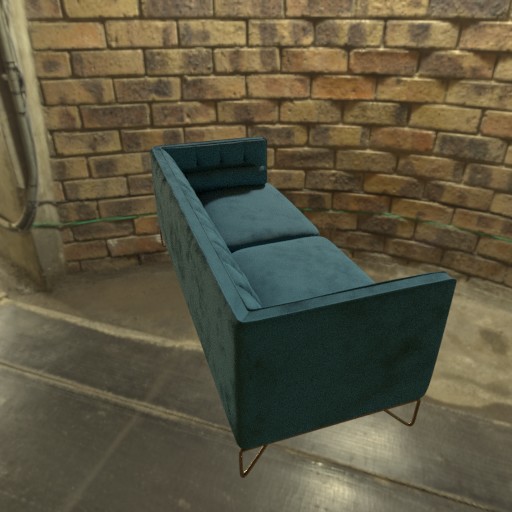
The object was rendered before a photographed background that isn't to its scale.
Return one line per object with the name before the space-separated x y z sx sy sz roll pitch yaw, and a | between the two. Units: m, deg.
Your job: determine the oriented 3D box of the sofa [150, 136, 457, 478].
sofa | 0.000 0.000 2.511 0.867 0.789 2.087 -10 31 -16
